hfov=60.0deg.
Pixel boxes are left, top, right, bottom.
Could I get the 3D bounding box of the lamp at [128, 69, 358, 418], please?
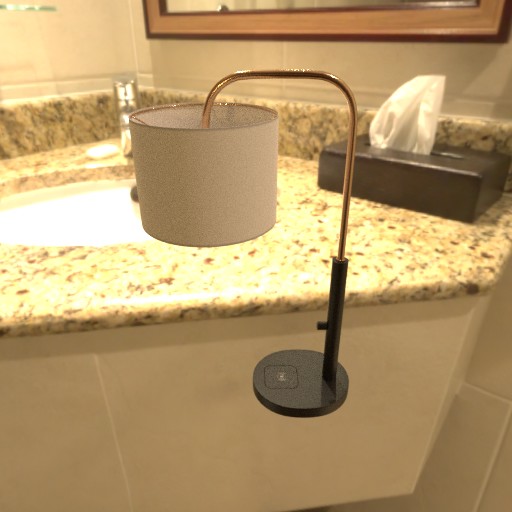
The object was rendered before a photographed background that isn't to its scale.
[{"bbox_3d":[0.000,0.000,0.695,0.337,0.540,0.199,0,27,-1],"label":"lamp"}]
